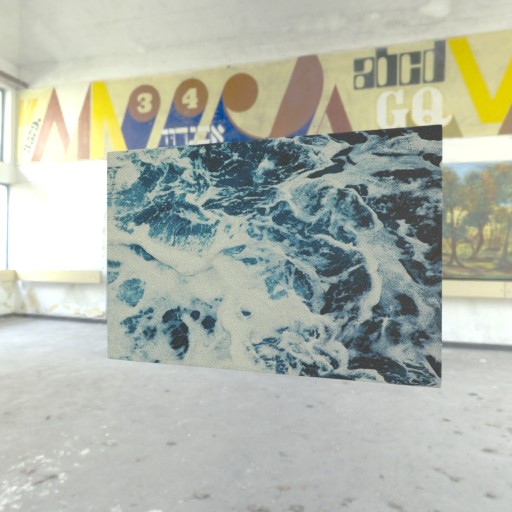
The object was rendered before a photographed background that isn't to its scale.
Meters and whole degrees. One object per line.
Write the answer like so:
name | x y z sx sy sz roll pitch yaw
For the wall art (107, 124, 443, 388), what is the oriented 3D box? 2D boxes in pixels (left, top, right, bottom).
wall art | 0.000 0.000 1.967 1.524 1.017 0.055 0 1 18
